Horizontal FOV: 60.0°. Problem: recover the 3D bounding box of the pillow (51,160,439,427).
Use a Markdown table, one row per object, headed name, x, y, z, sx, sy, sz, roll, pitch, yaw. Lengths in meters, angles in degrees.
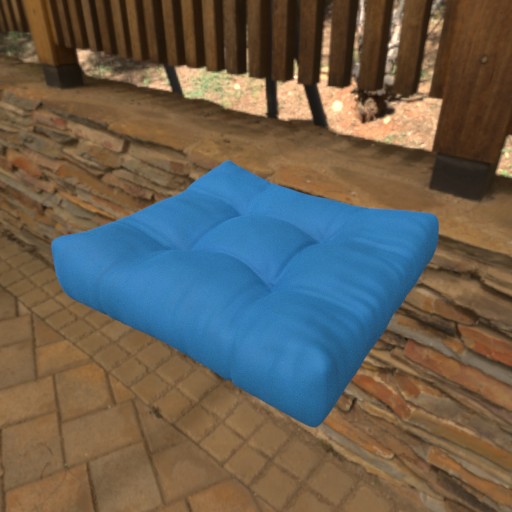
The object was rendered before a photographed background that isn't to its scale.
| name | x | y | z | sx | sy | sz | roll | pitch | yaw |
| --- | --- | --- | --- | --- | --- | --- | --- | --- | --- |
| pillow | 0.000 | 0.000 | 0.750 | 0.490 | 0.128 | 0.468 | 20 | 37 | 29 |
